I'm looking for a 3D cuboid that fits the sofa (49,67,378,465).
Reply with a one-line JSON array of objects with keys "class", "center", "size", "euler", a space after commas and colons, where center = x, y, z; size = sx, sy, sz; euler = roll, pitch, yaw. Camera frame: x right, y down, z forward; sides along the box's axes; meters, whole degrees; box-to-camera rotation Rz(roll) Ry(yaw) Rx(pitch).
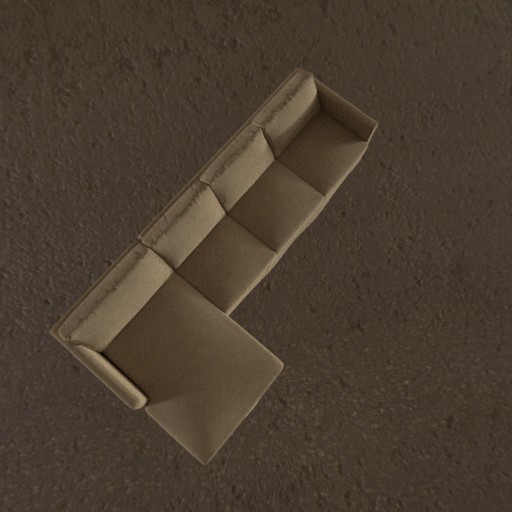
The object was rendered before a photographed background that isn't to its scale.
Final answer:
[{"class": "sofa", "center": [0.000, 0.000, 3.923], "size": [1.638, 0.920, 3.198], "euler": [39, 79, 9]}]
